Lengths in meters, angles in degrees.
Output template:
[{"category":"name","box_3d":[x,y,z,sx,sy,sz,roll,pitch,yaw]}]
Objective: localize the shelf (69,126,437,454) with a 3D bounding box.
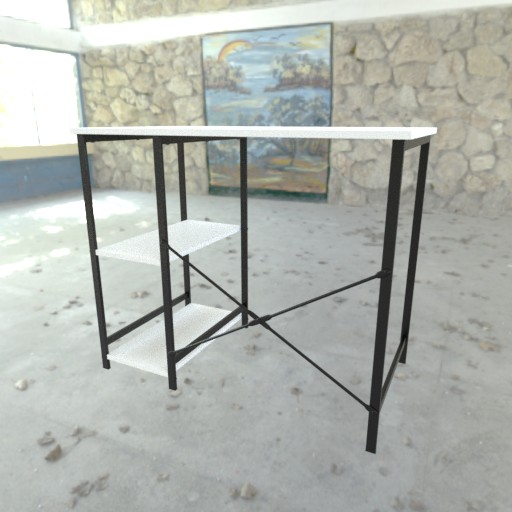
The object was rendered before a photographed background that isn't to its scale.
[{"category":"shelf","box_3d":[0.000,0.000,1.348,0.902,0.750,0.498,8,19,25]}]
